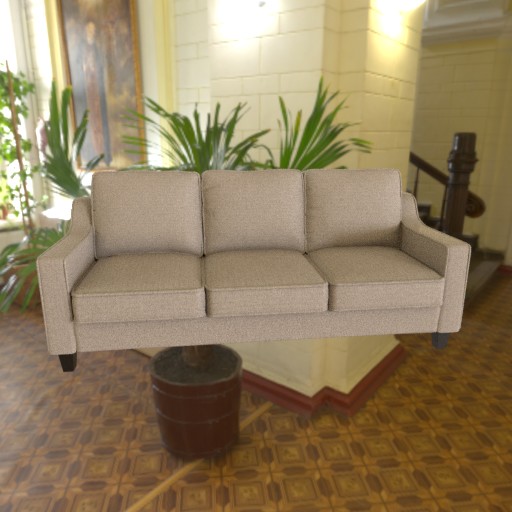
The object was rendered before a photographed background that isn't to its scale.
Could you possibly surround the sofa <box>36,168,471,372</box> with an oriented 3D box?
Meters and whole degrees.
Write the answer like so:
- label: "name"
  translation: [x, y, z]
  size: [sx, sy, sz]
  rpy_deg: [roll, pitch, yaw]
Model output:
- label: "sofa"
  translation: [0.000, 0.000, 2.560]
  size: [2.129, 0.950, 0.899]
  rpy_deg: [-2, 16, -7]
